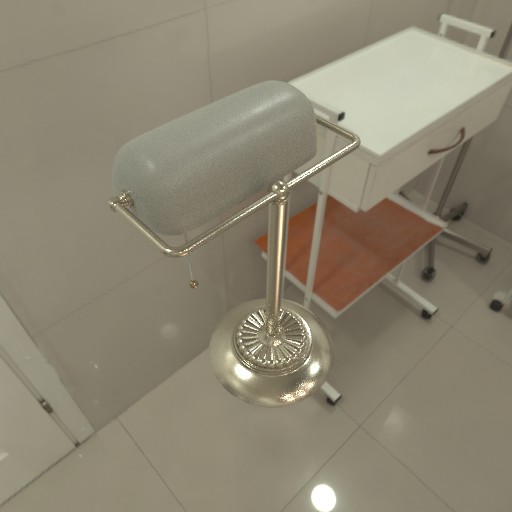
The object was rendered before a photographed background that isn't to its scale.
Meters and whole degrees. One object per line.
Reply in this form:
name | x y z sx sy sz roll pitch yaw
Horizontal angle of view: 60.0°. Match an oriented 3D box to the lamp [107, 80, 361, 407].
lamp | 0.000 0.000 0.530 0.264 0.339 0.243 -35 56 -28
